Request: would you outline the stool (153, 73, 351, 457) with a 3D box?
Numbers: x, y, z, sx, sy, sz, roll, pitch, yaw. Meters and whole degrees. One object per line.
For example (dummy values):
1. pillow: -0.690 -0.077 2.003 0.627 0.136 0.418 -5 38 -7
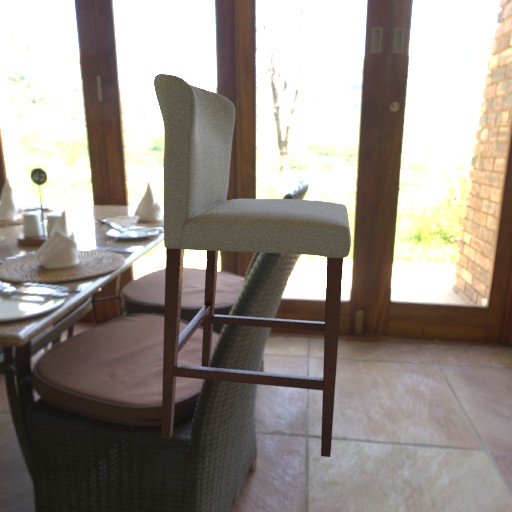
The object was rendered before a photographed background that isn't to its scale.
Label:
1. stool: 0.000 0.000 1.399 0.568 1.069 0.479 2 14 10
